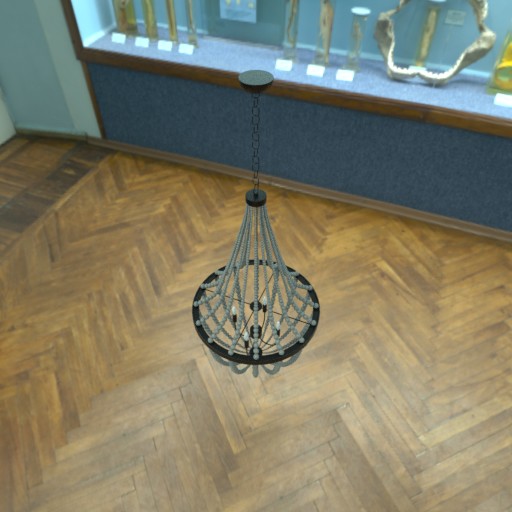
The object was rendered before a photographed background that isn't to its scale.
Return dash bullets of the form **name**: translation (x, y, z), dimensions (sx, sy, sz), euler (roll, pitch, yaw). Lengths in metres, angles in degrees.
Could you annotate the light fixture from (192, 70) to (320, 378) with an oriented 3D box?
- **light fixture**: translation (0.000, 0.000, 1.385), dimensions (0.450, 1.133, 0.450), euler (0, 46, 0)
